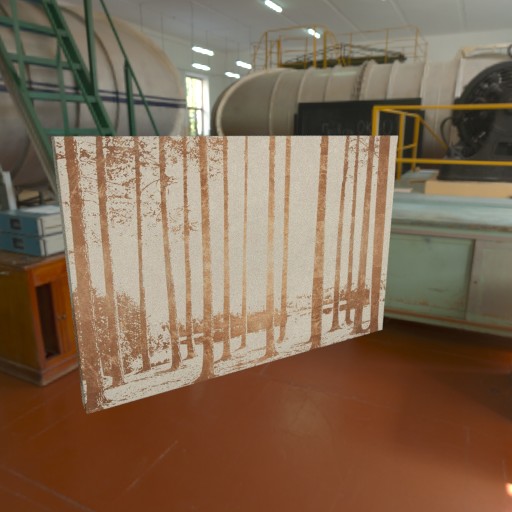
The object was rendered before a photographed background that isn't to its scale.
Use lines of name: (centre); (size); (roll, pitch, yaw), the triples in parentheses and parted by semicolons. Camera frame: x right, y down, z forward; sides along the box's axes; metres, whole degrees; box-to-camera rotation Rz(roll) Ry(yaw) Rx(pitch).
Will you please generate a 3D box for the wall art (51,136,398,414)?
wall art: (0.000, 0.000, 0.776); (0.609, 0.405, 0.035); (-9, 18, -28)
